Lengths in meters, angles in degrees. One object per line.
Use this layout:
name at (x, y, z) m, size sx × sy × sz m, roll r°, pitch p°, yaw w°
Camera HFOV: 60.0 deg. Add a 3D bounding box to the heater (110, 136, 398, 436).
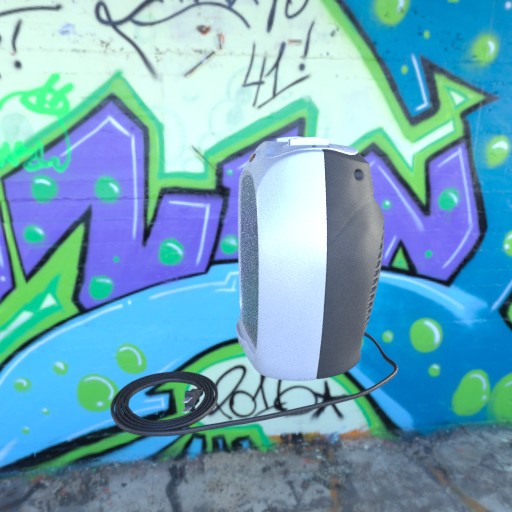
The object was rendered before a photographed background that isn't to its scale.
heater at (0.000, 0.000, 0.462) m, size 0.291 × 0.240 × 0.239 m, roll -2°, pitch 16°, yaw -9°
